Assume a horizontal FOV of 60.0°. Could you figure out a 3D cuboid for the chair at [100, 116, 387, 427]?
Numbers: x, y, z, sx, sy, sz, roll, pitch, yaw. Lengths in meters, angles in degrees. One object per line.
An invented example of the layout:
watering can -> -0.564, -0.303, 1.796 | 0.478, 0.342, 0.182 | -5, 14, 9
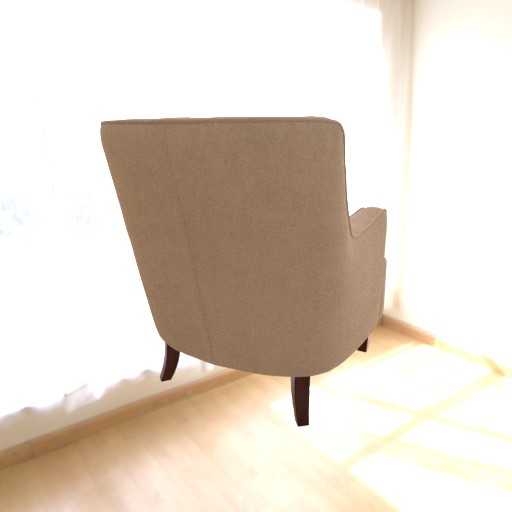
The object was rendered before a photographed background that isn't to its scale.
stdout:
chair -> 0.000, 0.000, 1.571 | 0.781, 0.920, 0.910 | 8, 17, 27
